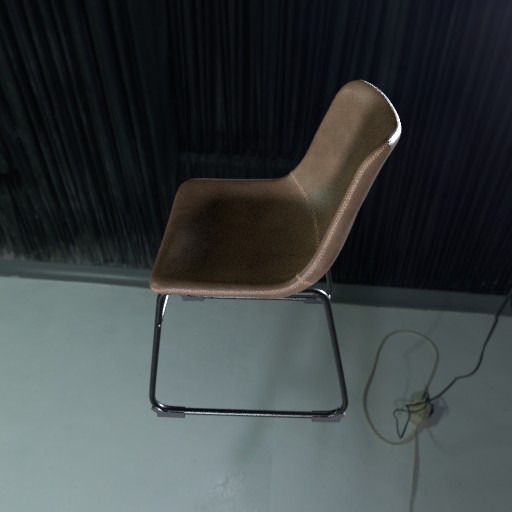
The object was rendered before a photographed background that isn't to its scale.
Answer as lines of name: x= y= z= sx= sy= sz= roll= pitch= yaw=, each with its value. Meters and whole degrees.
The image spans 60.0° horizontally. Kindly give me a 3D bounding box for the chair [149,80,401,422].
chair: x=0.000 y=0.000 z=1.124 sx=0.551 sy=0.780 sz=0.460 roll=1 pitch=41 yaw=1
